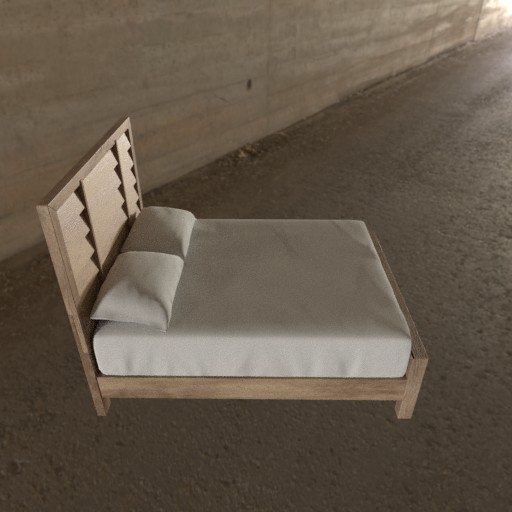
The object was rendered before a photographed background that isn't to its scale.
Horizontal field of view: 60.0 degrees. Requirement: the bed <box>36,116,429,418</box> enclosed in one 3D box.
[{"bbox_3d":[0.000,0.000,3.330,2.197,1.626,1.626,0,33,1],"label":"bed"}]
